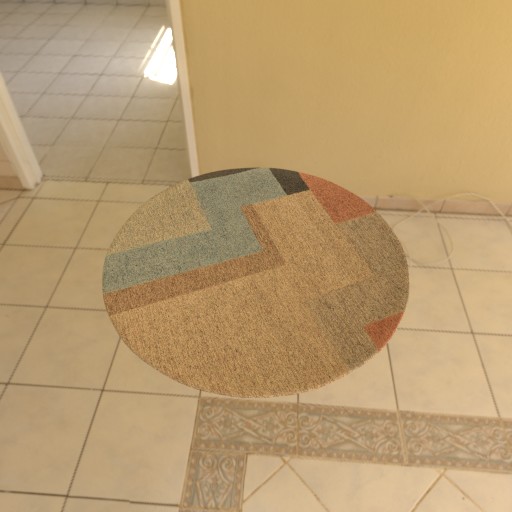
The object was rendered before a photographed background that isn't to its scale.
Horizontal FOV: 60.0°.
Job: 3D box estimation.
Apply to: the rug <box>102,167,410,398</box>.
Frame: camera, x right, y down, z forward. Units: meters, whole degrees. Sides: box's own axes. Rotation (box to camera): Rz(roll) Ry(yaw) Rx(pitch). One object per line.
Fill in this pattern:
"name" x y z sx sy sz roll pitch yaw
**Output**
"rug" 0.000 0.000 3.637 2.461 0.033 2.461 0 46 0
